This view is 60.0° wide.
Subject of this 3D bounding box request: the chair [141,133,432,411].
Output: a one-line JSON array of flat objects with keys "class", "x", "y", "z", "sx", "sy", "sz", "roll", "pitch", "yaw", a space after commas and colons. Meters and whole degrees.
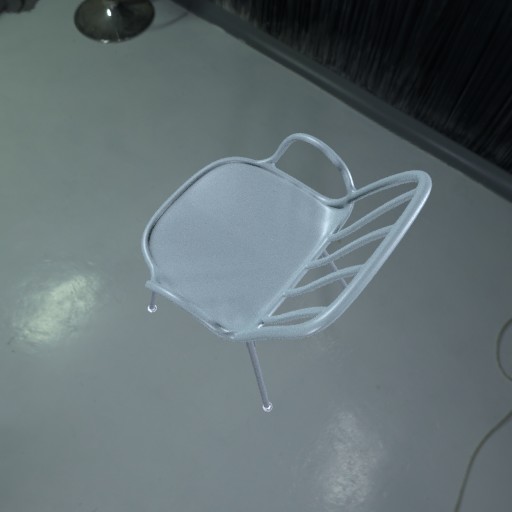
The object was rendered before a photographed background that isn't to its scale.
[{"class": "chair", "x": 0.000, "y": 0.000, "z": 1.196, "sx": 0.597, "sy": 0.816, "sz": 0.549, "roll": 35, "pitch": 69, "yaw": 16}]
